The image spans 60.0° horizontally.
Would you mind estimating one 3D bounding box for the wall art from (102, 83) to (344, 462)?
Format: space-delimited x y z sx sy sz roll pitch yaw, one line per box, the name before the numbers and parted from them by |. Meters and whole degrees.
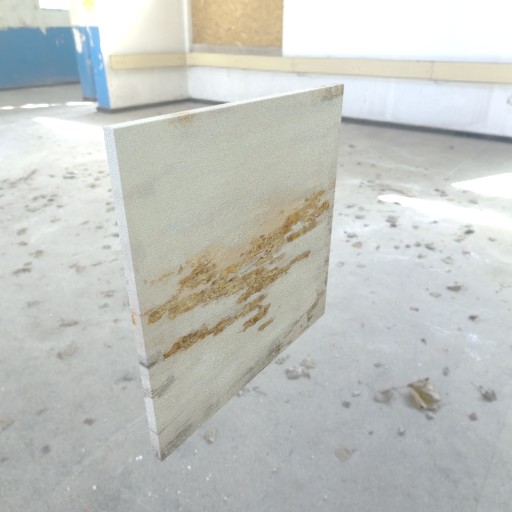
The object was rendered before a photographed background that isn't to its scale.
wall art | 0.000 0.000 1.513 0.040 1.018 1.015 19 33 33
